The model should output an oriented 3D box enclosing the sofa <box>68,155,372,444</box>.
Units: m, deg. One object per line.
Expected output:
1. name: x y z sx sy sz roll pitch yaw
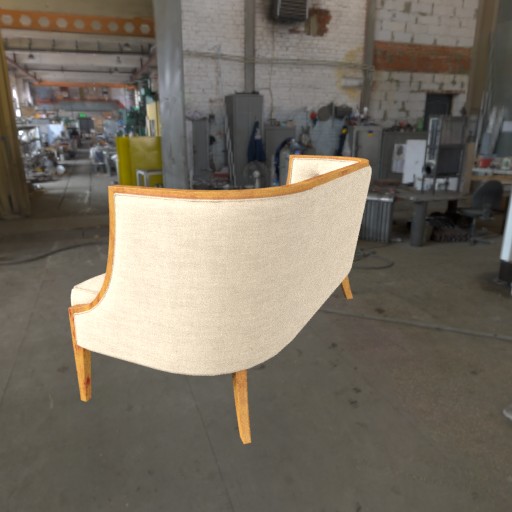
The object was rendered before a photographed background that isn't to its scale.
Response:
1. sofa: 0.000 0.000 1.947 0.770 0.775 1.474 8 18 24
